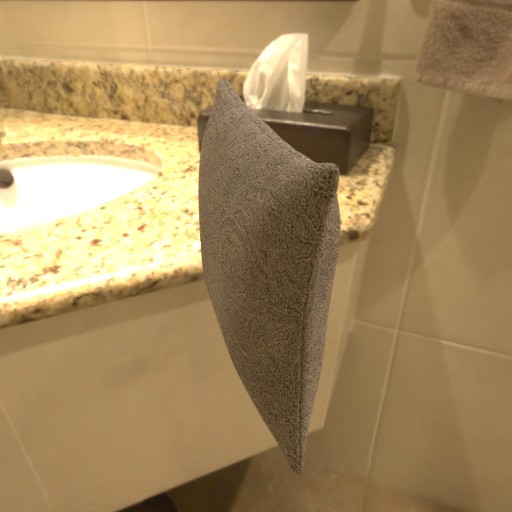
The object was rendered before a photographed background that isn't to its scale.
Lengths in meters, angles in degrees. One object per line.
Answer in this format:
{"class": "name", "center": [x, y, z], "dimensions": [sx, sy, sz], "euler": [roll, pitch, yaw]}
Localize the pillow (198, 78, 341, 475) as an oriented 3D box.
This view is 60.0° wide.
{"class": "pillow", "center": [0.000, 0.000, 0.781], "dimensions": [0.166, 0.510, 0.523], "euler": [-9, 33, -14]}
